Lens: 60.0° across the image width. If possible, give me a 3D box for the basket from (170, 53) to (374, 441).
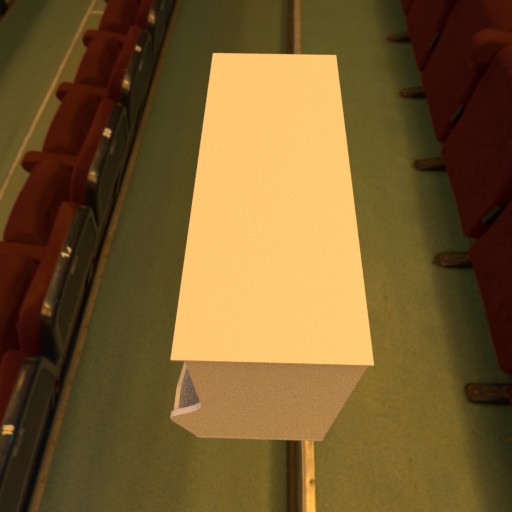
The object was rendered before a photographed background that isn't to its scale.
[{"bbox_3d":[0.000,0.000,1.146,0.376,0.625,0.792,1,57,1],"label":"basket"}]
